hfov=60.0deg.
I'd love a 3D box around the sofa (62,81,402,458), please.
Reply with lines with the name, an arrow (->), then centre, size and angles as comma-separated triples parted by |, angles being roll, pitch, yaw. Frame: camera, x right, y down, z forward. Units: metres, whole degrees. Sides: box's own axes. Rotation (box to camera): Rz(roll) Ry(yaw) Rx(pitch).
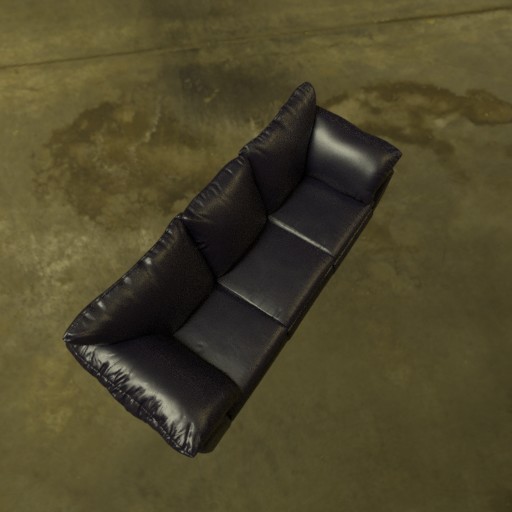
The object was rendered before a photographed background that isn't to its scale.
sofa -> 0.000, 0.000, 2.797 | 0.880, 1.073, 2.336 | 30, 63, 17
